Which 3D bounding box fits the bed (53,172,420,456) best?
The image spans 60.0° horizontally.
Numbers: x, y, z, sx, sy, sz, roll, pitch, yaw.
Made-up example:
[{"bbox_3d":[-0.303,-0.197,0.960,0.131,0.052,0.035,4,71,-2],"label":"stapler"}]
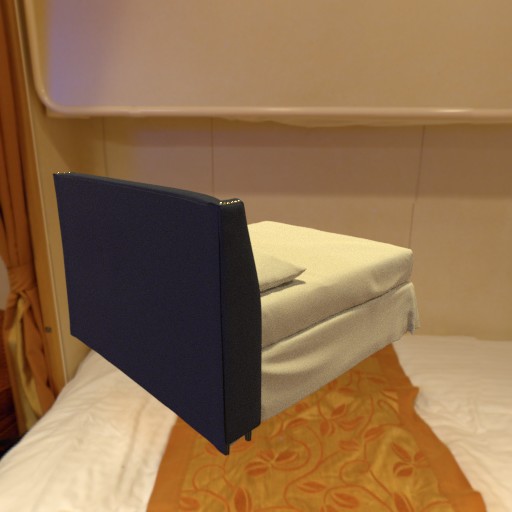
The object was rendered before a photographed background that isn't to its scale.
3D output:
[{"bbox_3d":[0.000,0.000,3.453,2.276,1.332,1.925,-15,22,-42],"label":"bed"}]
